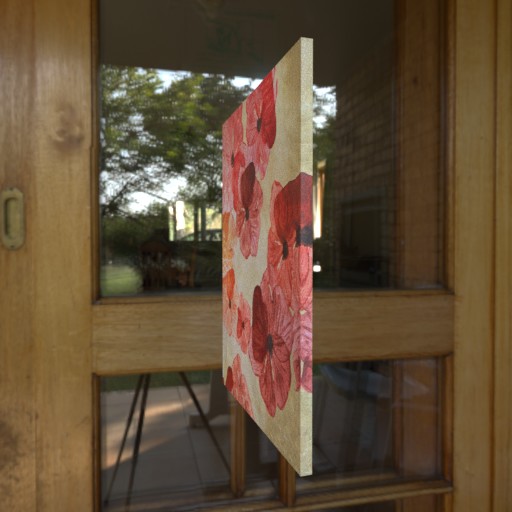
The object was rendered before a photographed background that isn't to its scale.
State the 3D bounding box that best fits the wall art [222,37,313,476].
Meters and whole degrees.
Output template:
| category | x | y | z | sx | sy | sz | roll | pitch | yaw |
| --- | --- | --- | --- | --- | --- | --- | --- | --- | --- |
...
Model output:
| category | x | y | z | sx | sy | sz | roll | pitch | yaw |
| --- | --- | --- | --- | --- | --- | --- | --- | --- | --- |
| wall art | 0.000 | 0.000 | 1.389 | 0.031 | 1.015 | 0.762 | 0 | 1 | -18 |
